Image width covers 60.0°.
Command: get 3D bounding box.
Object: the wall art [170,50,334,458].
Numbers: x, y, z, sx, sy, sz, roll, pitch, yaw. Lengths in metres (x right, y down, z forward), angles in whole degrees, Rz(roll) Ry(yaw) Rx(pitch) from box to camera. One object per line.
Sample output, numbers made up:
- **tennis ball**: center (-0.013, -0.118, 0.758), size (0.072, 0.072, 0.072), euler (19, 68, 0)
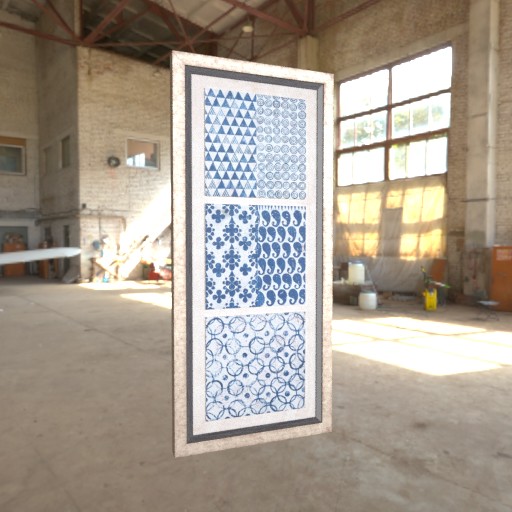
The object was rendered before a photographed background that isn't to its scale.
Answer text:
- **wall art**: center (0.000, 0.000, 1.720), size (0.648, 1.461, 0.051), euler (-1, 2, -20)
